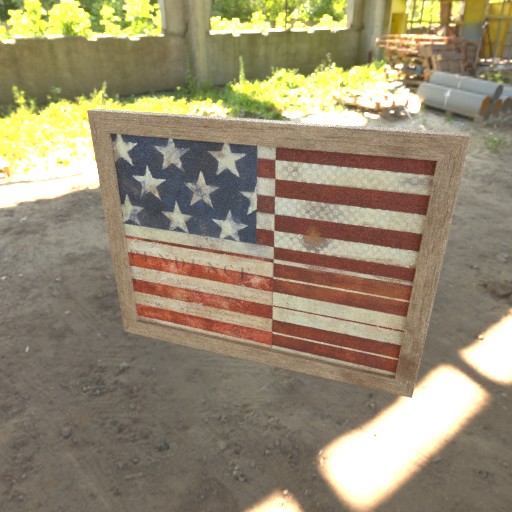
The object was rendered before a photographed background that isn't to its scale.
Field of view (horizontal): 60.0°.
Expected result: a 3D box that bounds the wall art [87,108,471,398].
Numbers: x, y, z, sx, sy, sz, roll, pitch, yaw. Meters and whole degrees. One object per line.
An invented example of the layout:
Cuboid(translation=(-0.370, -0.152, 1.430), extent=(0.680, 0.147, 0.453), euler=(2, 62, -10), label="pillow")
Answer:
Cuboid(translation=(0.000, 0.000, 0.899), extent=(0.690, 0.535, 0.026), euler=(9, 29, 17), label="wall art")
